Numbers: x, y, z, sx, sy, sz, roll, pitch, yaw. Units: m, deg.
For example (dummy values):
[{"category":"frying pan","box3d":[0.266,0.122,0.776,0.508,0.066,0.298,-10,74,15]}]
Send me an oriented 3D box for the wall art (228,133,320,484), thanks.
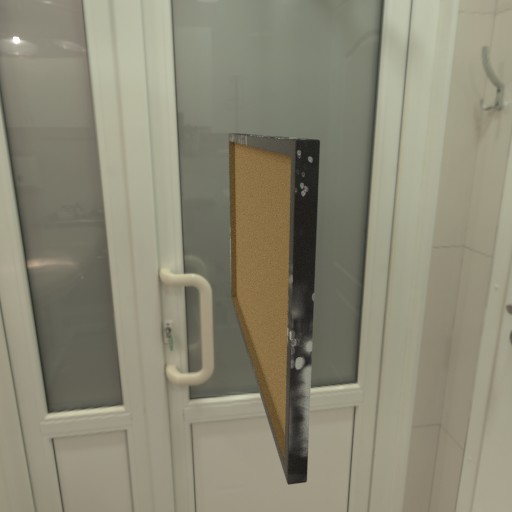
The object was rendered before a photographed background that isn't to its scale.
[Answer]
[{"category":"wall art","box3d":[0.000,0.000,1.159,0.038,0.609,0.914,-3,16,-9]}]
